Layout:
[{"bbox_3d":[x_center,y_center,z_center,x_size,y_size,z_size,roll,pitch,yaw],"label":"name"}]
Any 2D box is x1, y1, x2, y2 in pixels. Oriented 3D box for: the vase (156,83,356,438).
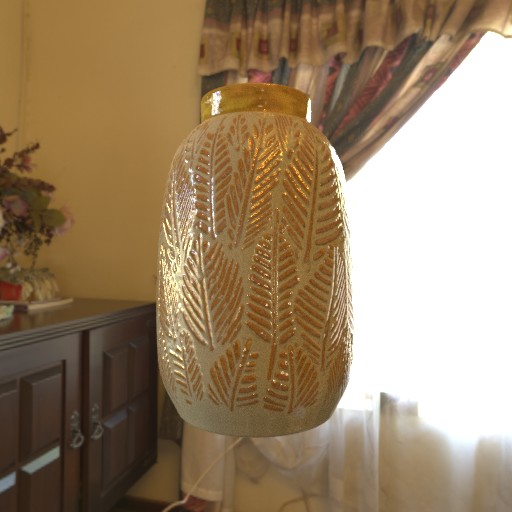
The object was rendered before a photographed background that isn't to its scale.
[{"bbox_3d":[0.000,0.000,0.391,0.172,0.270,0.172,0,0,0],"label":"vase"}]
